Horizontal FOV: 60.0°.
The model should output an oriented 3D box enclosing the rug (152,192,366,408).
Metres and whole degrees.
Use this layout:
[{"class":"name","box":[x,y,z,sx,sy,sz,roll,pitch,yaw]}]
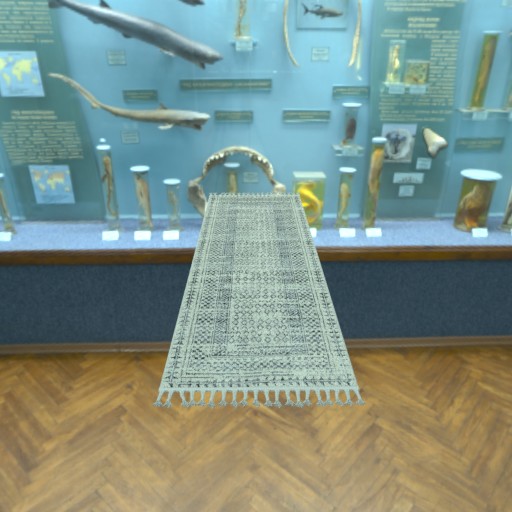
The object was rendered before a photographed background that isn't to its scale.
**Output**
[{"class":"rug","box":[0.000,0.000,2.715,0.786,0.013,2.480,0,26,-1]}]
